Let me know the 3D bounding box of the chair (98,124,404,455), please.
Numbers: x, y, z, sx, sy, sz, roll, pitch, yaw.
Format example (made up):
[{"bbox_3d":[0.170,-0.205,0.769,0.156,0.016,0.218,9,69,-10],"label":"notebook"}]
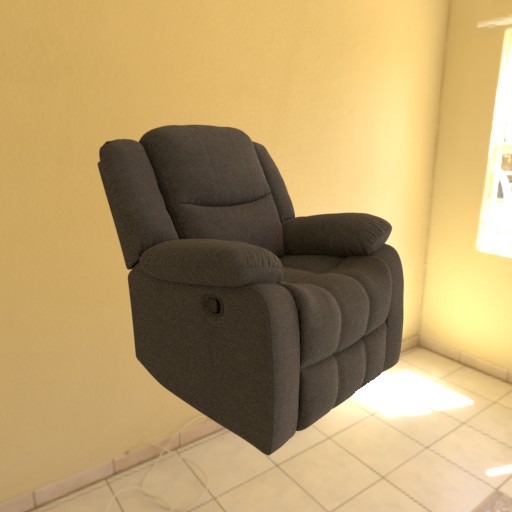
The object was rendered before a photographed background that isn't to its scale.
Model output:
[{"bbox_3d":[0.000,0.000,1.746,0.944,1.008,0.899,14,20,43],"label":"chair"}]
